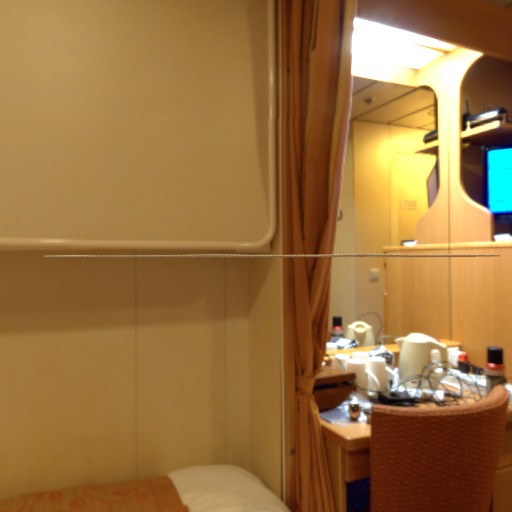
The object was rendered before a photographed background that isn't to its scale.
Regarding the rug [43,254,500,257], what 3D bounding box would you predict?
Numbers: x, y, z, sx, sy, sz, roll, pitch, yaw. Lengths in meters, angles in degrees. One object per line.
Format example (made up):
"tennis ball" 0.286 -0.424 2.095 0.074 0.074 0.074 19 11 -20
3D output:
"rug" 0.000 0.000 2.626 2.439 0.013 0.762 0 0 19
